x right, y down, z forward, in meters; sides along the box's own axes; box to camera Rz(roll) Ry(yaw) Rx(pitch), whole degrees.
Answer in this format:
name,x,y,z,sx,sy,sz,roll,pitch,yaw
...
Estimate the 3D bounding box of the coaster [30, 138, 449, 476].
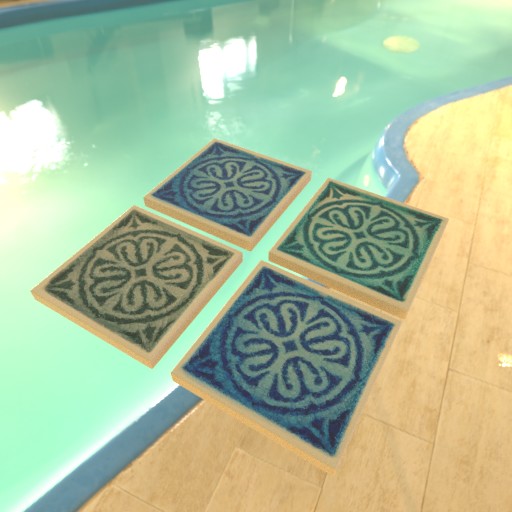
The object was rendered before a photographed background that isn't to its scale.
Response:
name,x,y,z,sx,sy,sz,roll,pitch,yaw
coaster,0.000,0.000,0.320,0.219,0.010,0.214,24,51,21
